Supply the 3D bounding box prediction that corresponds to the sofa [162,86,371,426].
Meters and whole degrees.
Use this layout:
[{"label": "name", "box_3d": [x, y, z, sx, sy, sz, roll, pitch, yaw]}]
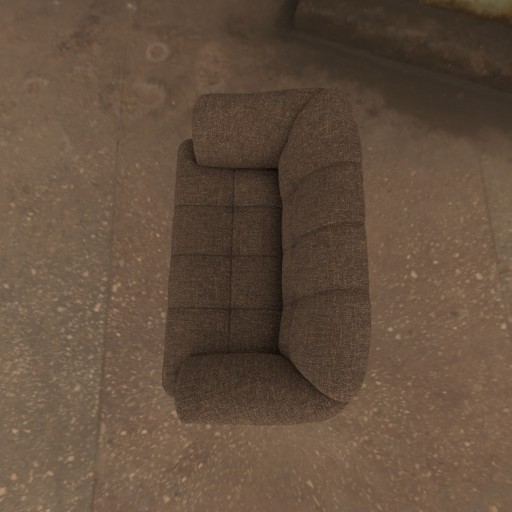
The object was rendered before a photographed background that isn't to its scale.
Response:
[{"label": "sofa", "box_3d": [0.000, 0.000, 2.006, 0.799, 0.895, 1.404, 1, 74, 0]}]
